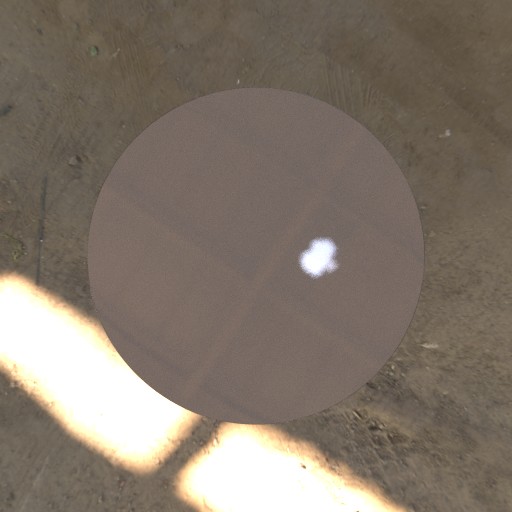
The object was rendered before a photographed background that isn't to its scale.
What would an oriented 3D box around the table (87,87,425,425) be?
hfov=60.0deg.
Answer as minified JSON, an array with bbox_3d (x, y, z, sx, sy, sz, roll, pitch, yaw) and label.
[{"bbox_3d":[0.000,0.000,1.245,0.800,0.400,0.800,0,90,-1],"label":"table"}]
